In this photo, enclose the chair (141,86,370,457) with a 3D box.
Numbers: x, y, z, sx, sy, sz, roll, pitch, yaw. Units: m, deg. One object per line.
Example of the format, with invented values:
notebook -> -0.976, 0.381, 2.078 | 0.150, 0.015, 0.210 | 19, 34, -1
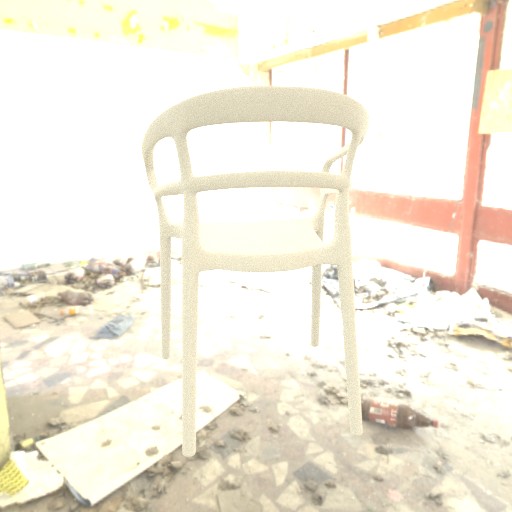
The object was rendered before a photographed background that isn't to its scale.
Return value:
chair -> 0.000, 0.000, 1.142 | 0.559, 0.761, 0.527 | -3, 14, -10
